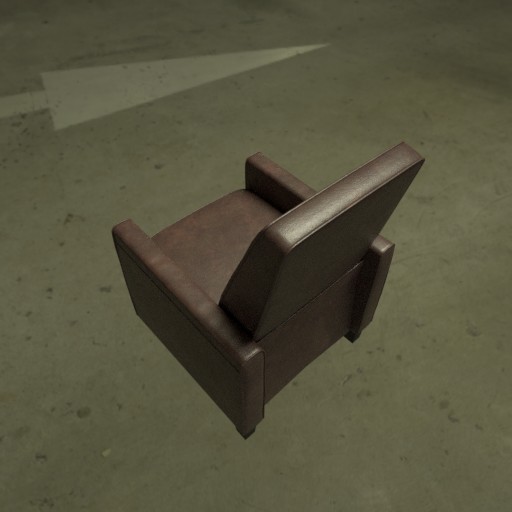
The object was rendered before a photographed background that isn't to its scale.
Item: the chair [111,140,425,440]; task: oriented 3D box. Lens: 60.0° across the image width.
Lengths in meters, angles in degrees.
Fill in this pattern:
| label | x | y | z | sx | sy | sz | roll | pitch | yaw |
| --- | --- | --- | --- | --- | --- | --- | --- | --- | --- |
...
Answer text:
| label | x | y | z | sx | sy | sz | roll | pitch | yaw |
| --- | --- | --- | --- | --- | --- | --- | --- | --- | --- |
| chair | 0.000 | 0.000 | 1.547 | 0.705 | 1.013 | 0.746 | -33 | 55 | -27 |
